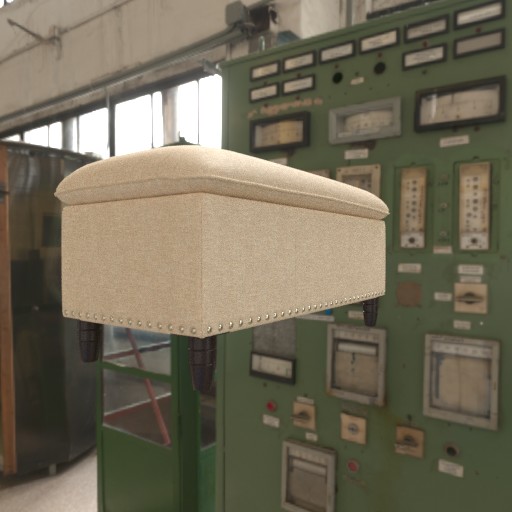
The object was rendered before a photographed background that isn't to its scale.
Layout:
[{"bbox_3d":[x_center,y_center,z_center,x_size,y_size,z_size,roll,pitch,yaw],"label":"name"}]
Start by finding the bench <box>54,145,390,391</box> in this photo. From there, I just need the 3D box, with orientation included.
[{"bbox_3d":[0.000,0.000,1.269,0.483,0.483,0.991,0,1,36],"label":"bench"}]
